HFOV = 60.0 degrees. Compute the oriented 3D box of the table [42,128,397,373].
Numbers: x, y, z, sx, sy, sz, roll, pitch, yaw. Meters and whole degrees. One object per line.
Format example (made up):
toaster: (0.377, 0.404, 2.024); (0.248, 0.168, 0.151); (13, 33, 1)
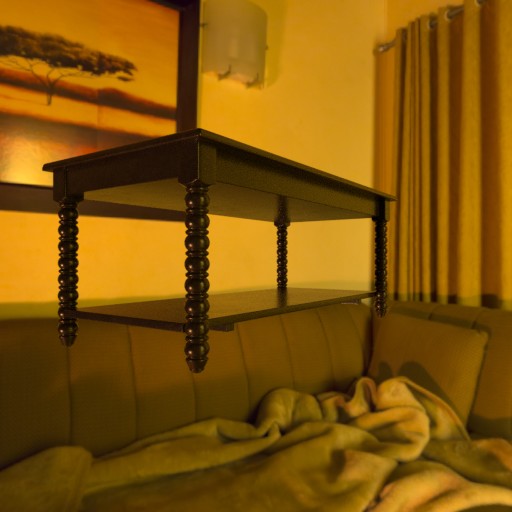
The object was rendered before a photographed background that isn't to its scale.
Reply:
table: (0.000, 0.000, 1.489); (0.580, 0.487, 1.171); (0, -1, 36)
